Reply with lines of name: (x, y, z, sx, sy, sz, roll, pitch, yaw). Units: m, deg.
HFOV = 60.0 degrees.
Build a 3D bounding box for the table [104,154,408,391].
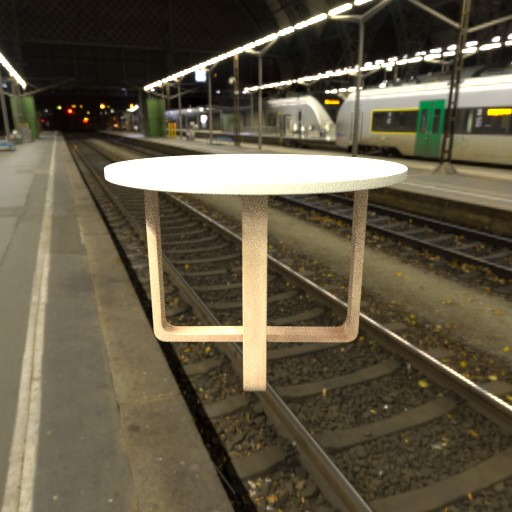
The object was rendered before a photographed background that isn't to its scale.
table: (0.000, 0.000, 0.979, 0.600, 0.400, 0.600, 0, 17, 0)
